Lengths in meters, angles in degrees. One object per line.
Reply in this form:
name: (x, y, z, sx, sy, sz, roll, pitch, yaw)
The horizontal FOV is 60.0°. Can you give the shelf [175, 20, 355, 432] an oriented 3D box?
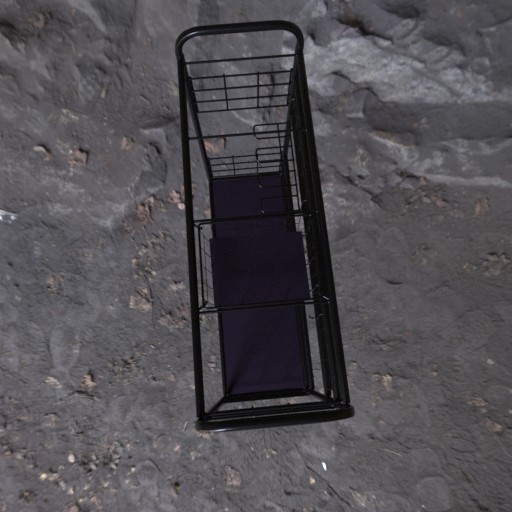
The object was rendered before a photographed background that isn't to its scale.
shelf: (0.000, 0.000, 1.489, 0.350, 1.026, 0.961, -5, 76, -1)
